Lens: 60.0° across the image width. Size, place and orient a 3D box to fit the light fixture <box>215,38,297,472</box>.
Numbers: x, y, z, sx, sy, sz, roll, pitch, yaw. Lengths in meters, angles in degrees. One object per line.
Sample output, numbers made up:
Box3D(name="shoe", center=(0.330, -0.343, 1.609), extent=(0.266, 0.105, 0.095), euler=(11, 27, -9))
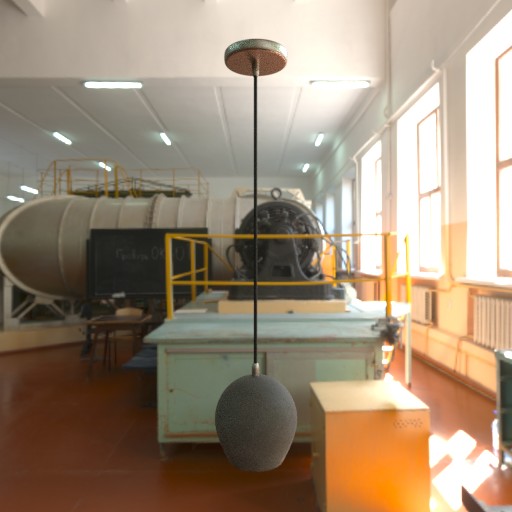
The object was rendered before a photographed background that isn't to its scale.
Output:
Box3D(name="light fixture", center=(0.000, 0.000, 0.831), extent=(0.153, 0.760, 0.153), euler=(0, 0, 35))
